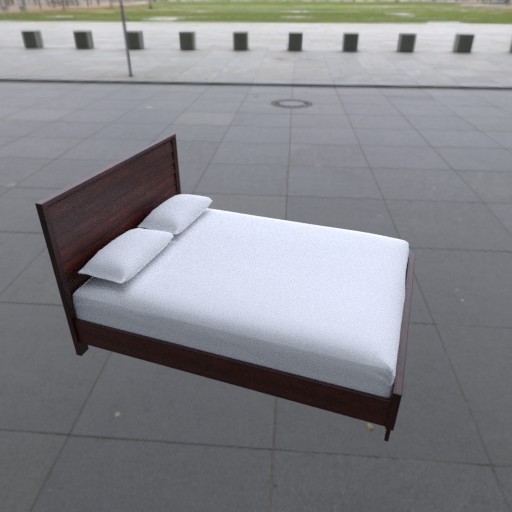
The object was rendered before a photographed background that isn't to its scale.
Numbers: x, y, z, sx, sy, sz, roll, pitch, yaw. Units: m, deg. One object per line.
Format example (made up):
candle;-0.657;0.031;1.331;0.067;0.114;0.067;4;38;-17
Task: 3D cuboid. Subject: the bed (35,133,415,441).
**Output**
bed;0.000;0.000;4.071;2.803;1.492;2.040;10;32;17
